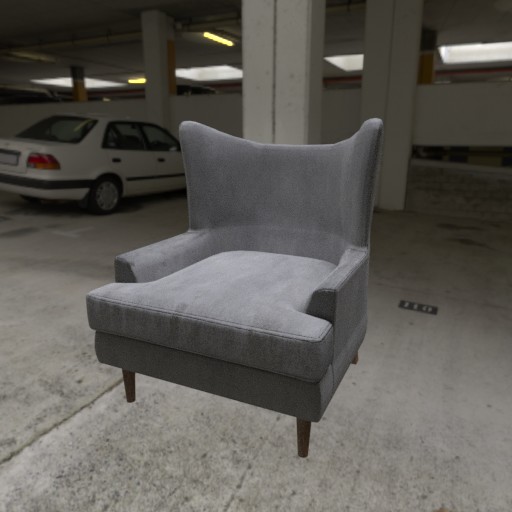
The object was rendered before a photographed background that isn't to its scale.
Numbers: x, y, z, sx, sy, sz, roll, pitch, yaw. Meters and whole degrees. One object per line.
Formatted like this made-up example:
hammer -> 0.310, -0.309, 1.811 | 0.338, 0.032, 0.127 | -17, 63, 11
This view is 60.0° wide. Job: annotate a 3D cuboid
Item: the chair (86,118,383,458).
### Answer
chair -> 0.000, 0.000, 1.598 | 0.784, 0.950, 0.906 | 7, 17, 24
